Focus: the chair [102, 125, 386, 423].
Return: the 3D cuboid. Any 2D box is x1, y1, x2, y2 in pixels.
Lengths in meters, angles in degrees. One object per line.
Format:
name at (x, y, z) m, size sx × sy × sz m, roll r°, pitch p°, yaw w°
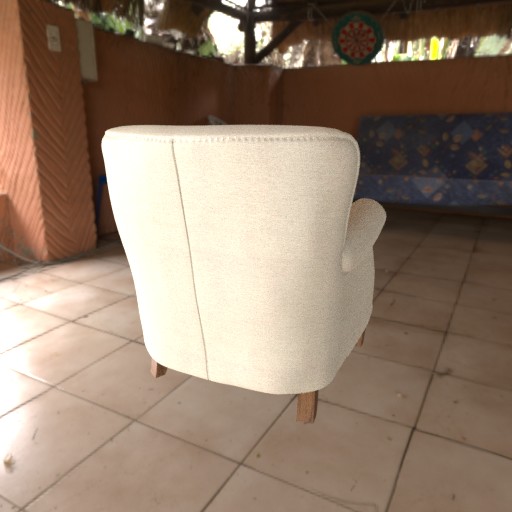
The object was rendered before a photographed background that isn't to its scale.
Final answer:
chair at (0.000, 0.000, 1.656) m, size 0.861 × 0.936 × 0.921 m, roll 9°, pitch 18°, yaw 27°
